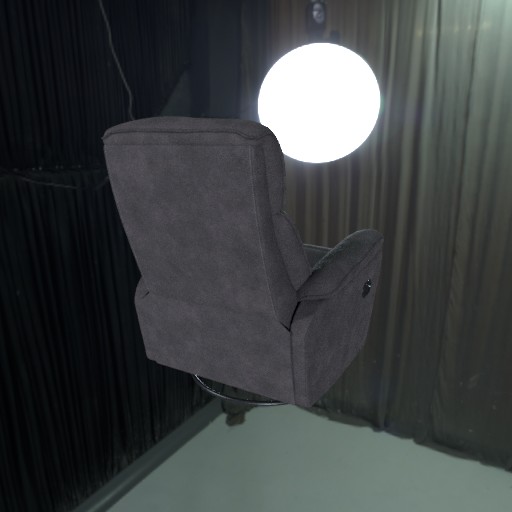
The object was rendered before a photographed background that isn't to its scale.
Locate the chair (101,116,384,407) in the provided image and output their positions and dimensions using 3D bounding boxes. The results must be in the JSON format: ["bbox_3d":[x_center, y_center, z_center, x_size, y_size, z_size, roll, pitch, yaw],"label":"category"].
[{"bbox_3d":[0.000,0.000,1.774,0.830,1.035,1.009,8,17,28],"label":"chair"}]
